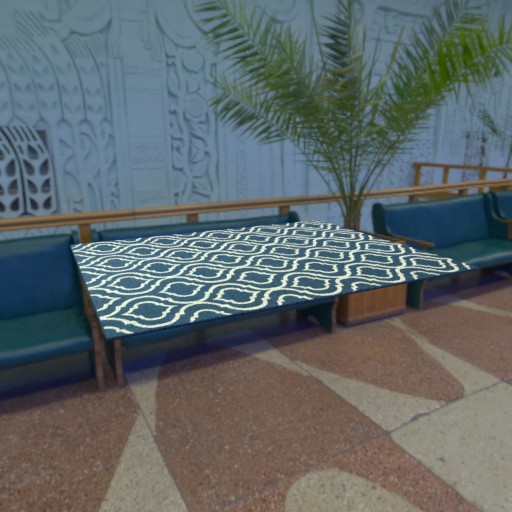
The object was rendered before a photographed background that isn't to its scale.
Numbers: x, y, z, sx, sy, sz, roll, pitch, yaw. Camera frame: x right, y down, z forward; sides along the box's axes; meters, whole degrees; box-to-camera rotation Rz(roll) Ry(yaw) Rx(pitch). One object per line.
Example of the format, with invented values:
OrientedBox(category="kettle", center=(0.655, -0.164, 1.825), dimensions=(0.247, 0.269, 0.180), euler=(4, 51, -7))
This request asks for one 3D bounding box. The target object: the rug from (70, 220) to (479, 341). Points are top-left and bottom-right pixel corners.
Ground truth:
OrientedBox(category="rug", center=(0.000, 0.000, 3.918), dimensions=(2.881, 0.020, 2.270), euler=(-8, 17, -26))
